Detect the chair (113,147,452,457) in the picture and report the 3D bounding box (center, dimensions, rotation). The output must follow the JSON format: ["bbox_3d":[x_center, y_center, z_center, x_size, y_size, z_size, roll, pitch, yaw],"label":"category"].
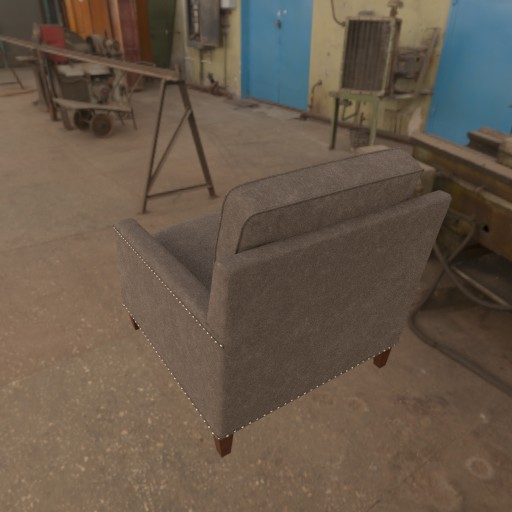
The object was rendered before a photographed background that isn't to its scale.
[{"bbox_3d":[0.000,0.000,1.738,0.853,0.948,1.014,-18,34,-29],"label":"chair"}]
